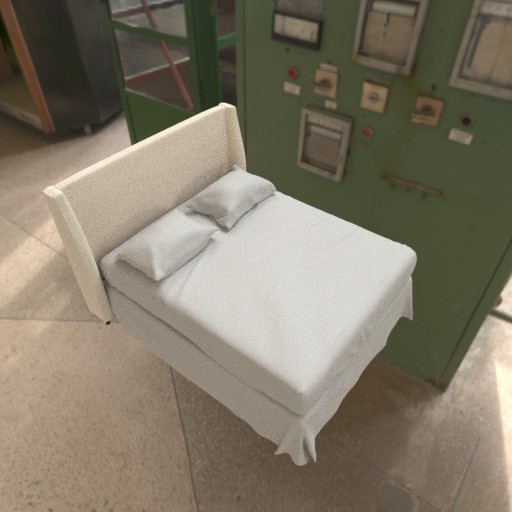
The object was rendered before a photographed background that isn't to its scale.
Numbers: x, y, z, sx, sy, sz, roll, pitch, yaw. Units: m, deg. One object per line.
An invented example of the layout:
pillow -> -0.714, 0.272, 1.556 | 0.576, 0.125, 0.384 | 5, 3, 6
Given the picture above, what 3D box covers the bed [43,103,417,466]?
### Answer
bed -> 0.000, 0.000, 3.500 | 2.276, 1.332, 1.925 | 28, 49, 27
